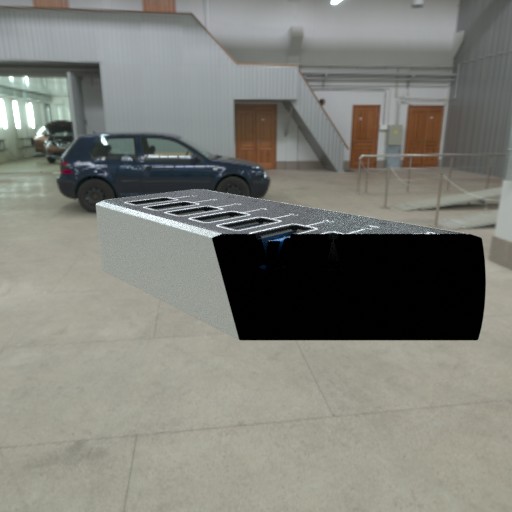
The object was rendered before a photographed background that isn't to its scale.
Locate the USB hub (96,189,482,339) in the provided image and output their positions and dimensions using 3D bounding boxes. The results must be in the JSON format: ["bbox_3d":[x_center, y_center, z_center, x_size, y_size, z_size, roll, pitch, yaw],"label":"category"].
[{"bbox_3d":[0.000,0.000,0.124,0.044,0.023,0.110,-15,22,-41],"label":"USB hub"}]
